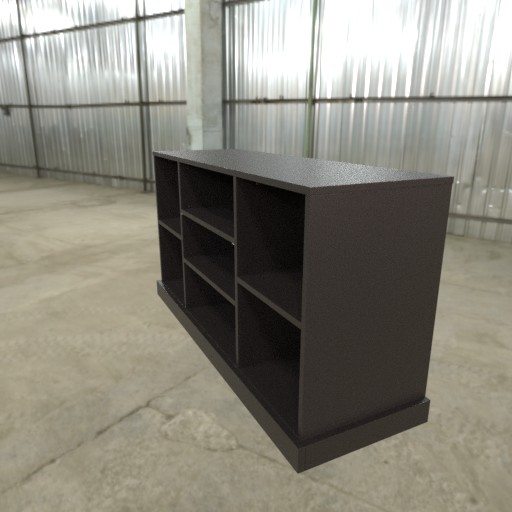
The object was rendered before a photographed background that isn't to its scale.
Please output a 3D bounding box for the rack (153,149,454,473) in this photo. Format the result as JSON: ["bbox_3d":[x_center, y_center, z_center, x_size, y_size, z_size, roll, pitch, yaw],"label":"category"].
[{"bbox_3d":[0.000,0.000,1.498,0.399,0.635,1.206,-8,19,-25],"label":"rack"}]
